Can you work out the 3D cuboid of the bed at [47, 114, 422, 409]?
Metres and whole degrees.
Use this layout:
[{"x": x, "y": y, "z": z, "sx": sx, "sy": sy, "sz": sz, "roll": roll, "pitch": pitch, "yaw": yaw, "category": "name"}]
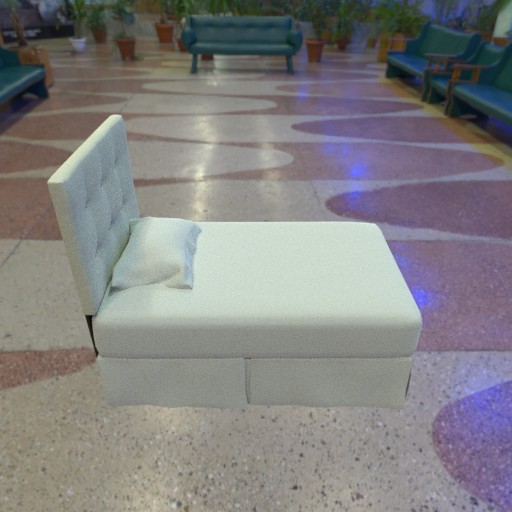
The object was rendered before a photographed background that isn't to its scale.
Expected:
[{"x": 0.000, "y": 0.000, "z": 2.962, "sx": 1.997, "sy": 1.571, "sz": 1.261, "roll": 0, "pitch": 33, "yaw": 0, "category": "bed"}]
